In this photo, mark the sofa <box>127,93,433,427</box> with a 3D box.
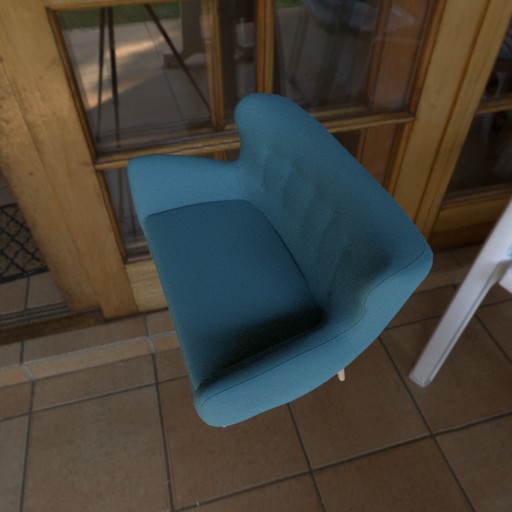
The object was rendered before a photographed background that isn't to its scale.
[{"bbox_3d":[0.000,0.000,1.981,0.889,0.889,1.397,-15,47,-15],"label":"sofa"}]
